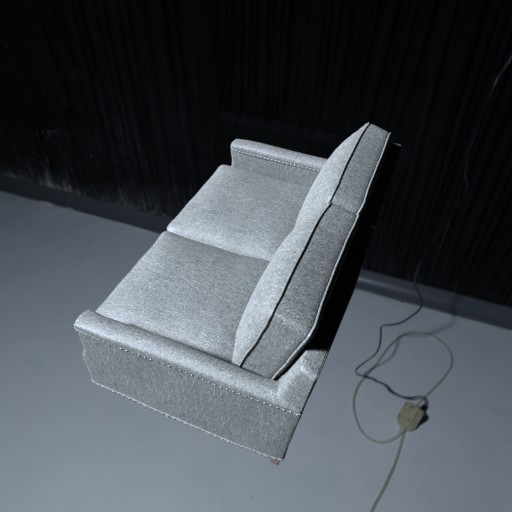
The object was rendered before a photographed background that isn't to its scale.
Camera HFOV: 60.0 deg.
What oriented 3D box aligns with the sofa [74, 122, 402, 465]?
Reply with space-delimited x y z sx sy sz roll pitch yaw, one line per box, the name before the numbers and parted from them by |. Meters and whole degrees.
sofa | 0.000 0.000 2.268 1.084 1.003 1.597 17 48 16
